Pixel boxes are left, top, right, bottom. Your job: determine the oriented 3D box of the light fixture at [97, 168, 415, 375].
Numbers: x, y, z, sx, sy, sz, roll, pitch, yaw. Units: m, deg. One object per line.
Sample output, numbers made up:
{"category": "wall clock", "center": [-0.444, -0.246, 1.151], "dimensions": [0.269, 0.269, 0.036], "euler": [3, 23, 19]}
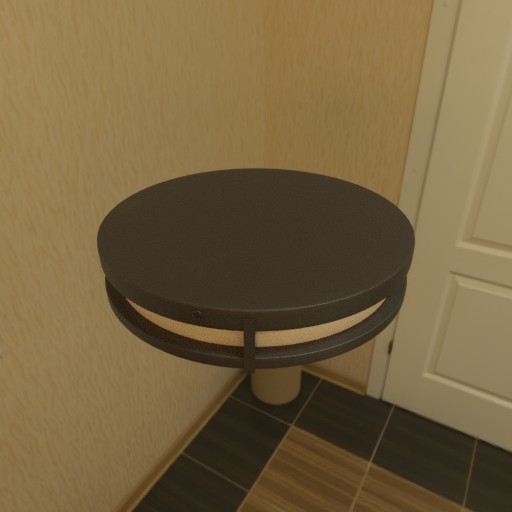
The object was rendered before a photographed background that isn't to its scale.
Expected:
{"category": "light fixture", "center": [0.000, 0.000, 0.540], "dimensions": [0.356, 0.102, 0.356], "euler": [0, 30, 0]}
